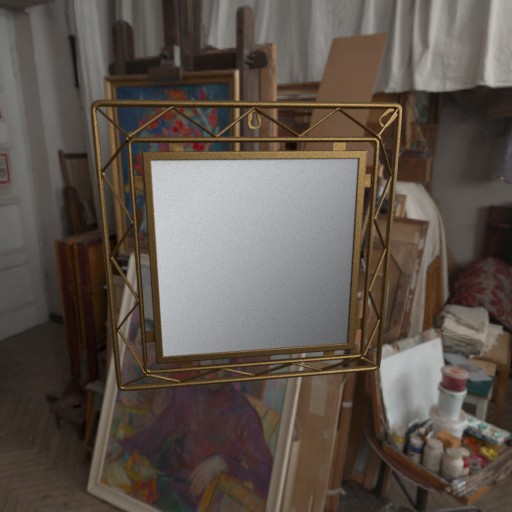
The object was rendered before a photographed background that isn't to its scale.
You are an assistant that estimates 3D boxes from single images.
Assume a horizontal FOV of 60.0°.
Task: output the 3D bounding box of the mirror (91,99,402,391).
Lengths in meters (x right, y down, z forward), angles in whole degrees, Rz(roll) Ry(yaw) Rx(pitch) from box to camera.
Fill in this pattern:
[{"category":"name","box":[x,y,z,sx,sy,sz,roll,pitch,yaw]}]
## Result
[{"category":"mirror","box":[0.000,0.000,0.622,0.416,0.414,0.046,-2,16,-8]}]
